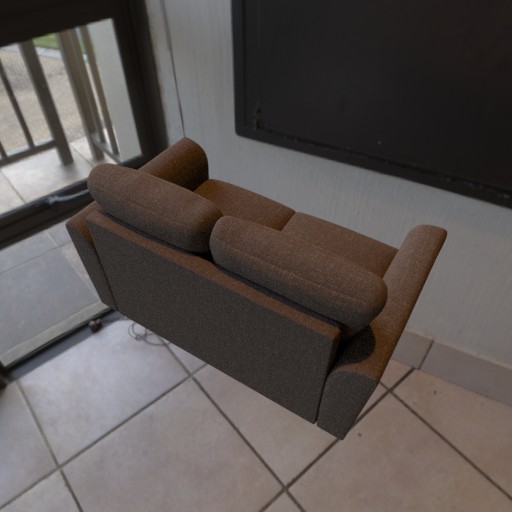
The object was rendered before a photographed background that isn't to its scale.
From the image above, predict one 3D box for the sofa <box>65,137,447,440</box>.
[{"bbox_3d":[0.000,0.000,2.025,1.423,0.885,0.851,24,51,21],"label":"sofa"}]
